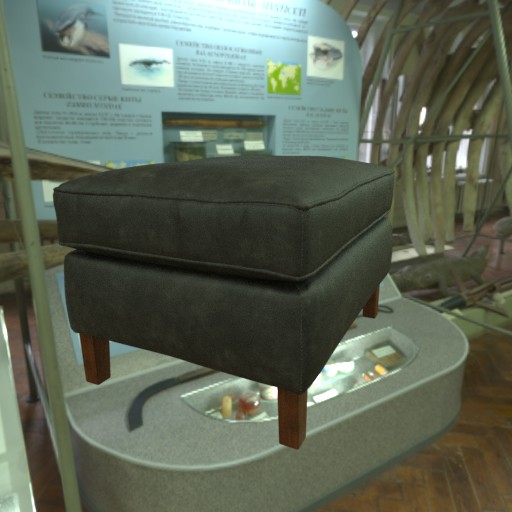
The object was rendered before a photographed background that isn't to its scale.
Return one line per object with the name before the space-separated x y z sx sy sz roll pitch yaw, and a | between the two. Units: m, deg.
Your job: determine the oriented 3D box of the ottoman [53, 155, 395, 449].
ottoman | 0.000 0.000 0.967 0.501 0.413 0.665 7 17 25
